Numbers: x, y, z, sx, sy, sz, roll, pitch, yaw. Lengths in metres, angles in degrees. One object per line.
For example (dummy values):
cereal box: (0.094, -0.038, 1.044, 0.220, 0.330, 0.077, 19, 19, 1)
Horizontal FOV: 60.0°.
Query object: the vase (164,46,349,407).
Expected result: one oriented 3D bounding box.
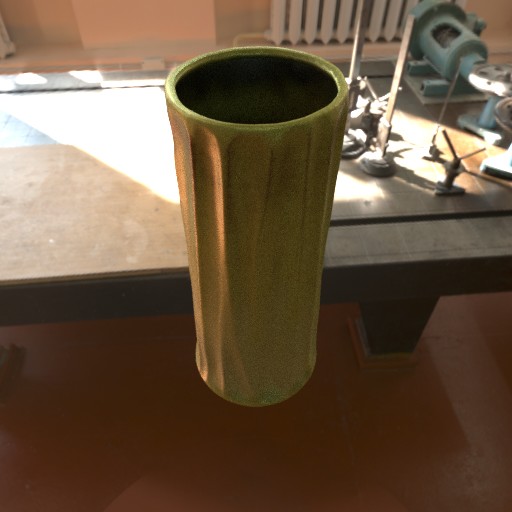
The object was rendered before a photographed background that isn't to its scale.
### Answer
vase: (0.000, 0.000, 0.176, 0.061, 0.143, 0.061, 0, 46, 0)
